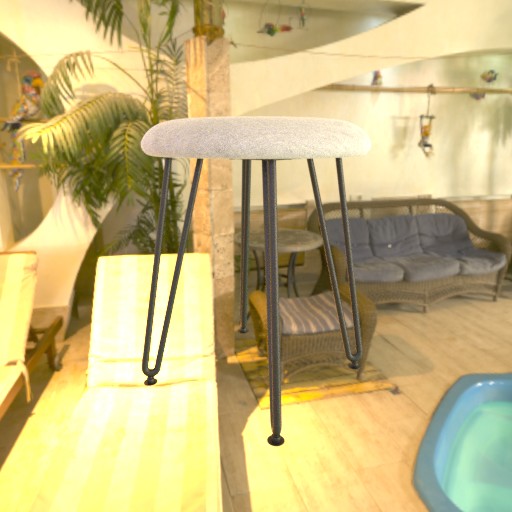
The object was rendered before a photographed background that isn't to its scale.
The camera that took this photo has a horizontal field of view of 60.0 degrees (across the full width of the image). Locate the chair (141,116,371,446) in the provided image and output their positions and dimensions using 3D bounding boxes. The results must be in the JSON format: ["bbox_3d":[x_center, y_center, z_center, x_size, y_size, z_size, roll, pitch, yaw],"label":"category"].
[{"bbox_3d":[0.000,0.000,0.653,0.350,0.386,0.350,-2,15,-8],"label":"chair"}]
